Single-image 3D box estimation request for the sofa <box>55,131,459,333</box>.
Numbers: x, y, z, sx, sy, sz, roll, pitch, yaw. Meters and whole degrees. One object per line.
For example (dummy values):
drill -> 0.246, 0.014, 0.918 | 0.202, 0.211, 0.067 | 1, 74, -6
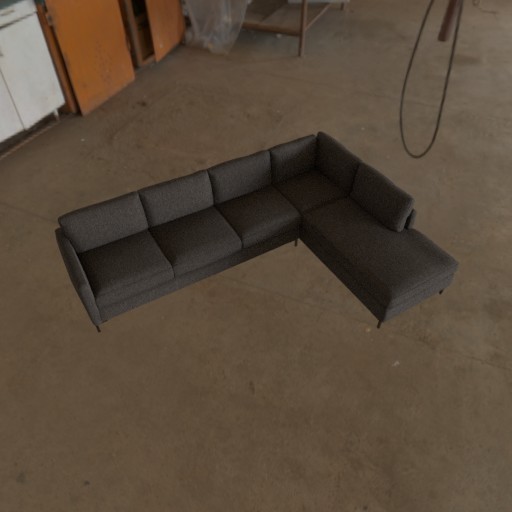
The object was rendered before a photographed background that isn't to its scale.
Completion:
sofa -> 0.000, 0.000, 3.892 | 2.949, 0.815, 2.007 | -23, 50, -21
